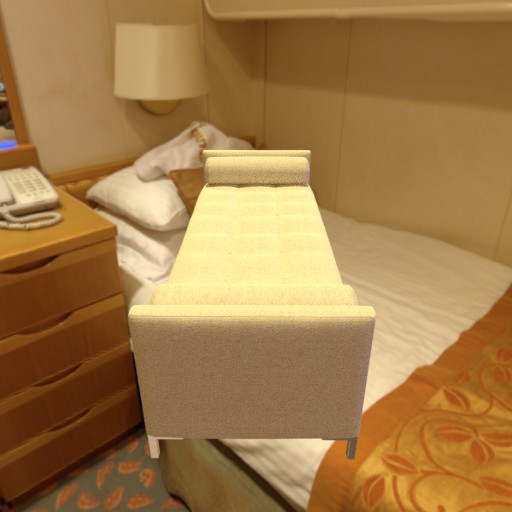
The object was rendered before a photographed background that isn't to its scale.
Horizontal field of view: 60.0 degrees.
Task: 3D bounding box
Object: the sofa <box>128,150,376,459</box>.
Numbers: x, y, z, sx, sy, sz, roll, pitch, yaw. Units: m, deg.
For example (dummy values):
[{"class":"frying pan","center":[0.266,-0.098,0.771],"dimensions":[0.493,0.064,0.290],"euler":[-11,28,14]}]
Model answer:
[{"class":"sofa","center":[0.000,0.000,2.424],"dimensions":[0.797,0.655,2.102],"euler":[0,27,0]}]
